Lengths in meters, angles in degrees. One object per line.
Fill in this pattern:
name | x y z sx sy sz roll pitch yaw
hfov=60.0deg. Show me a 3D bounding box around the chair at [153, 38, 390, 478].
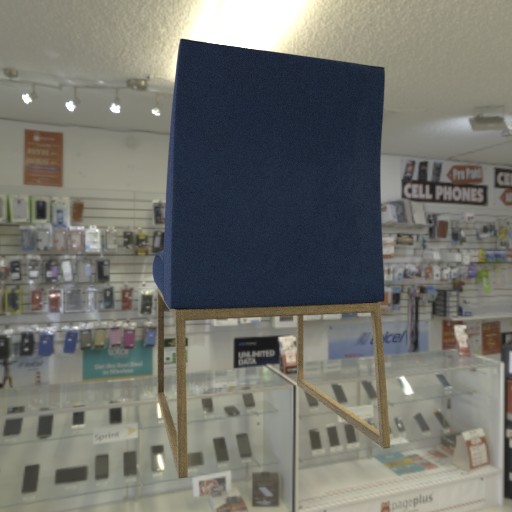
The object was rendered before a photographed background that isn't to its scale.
chair | 0.000 0.000 1.177 0.508 0.863 0.522 0 0 -17
